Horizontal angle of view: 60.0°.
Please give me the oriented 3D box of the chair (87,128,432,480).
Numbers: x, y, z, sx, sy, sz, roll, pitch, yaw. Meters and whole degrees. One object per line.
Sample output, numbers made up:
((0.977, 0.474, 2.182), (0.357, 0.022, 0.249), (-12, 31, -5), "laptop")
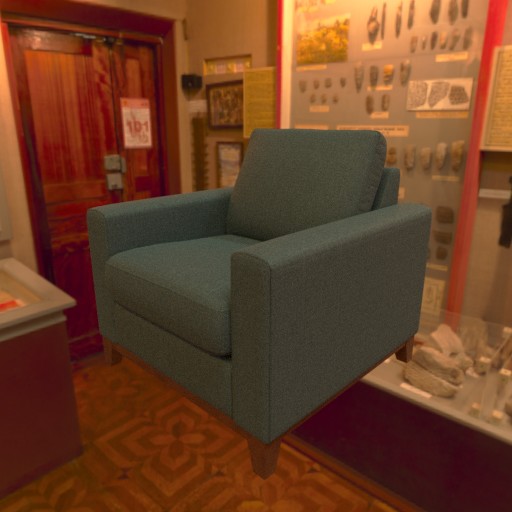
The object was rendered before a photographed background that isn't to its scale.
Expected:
((0.000, 0.000, 1.848), (1.024, 1.010, 1.038), (16, 23, 42), "chair")
